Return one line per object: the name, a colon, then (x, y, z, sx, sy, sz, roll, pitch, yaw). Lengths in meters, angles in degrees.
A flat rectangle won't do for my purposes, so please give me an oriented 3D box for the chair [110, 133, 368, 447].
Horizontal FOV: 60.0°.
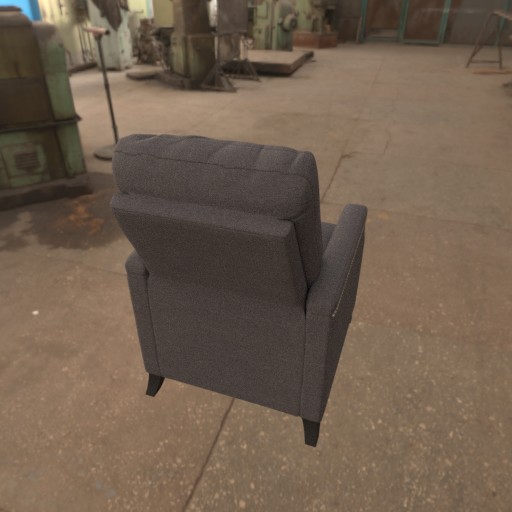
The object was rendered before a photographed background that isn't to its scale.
chair: (0.000, 0.000, 1.645, 0.710, 1.049, 0.922, 11, 33, 17)
